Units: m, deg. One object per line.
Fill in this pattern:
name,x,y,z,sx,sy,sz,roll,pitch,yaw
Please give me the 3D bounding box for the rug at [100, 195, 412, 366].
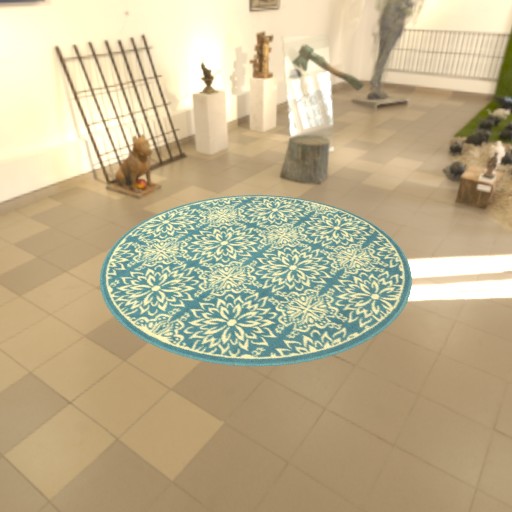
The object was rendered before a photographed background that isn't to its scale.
rug,0.000,0.000,2.359,1.593,0.012,1.593,0,32,0
